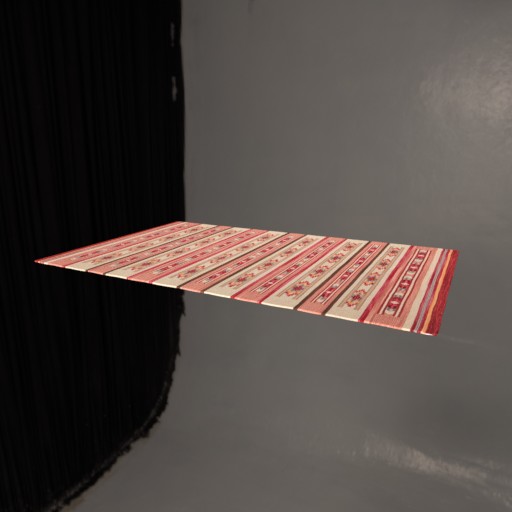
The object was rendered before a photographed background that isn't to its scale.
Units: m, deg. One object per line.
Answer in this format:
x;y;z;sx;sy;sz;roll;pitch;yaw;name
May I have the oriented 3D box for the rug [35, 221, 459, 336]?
0.000;0.000;2.988;2.431;0.010;1.535;8;17;26;rug
